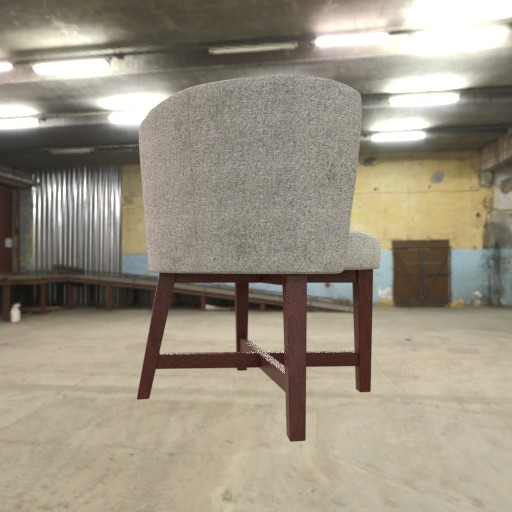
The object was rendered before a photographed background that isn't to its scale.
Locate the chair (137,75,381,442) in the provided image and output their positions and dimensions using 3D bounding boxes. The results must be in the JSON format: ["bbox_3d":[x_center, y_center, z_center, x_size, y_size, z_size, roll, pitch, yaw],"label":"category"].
[{"bbox_3d":[0.000,0.000,1.309,0.728,0.827,0.575,-1,-2,36],"label":"chair"}]
